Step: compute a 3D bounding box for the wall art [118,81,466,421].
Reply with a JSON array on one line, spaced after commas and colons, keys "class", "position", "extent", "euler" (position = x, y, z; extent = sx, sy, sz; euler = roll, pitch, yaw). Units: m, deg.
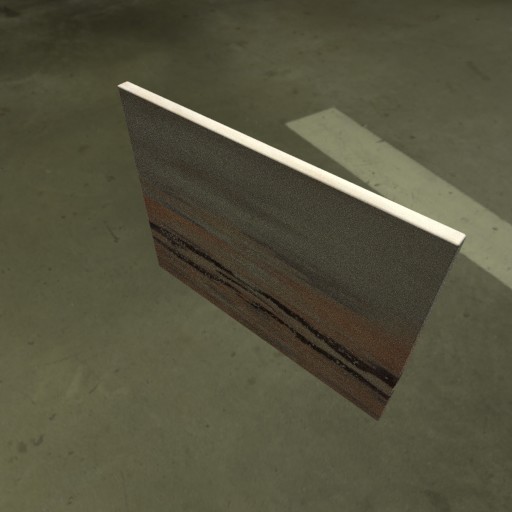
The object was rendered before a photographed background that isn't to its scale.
[{"class": "wall art", "position": [0.000, 0.000, 1.329], "extent": [1.015, 0.763, 0.038], "euler": [31, 54, 27]}]
